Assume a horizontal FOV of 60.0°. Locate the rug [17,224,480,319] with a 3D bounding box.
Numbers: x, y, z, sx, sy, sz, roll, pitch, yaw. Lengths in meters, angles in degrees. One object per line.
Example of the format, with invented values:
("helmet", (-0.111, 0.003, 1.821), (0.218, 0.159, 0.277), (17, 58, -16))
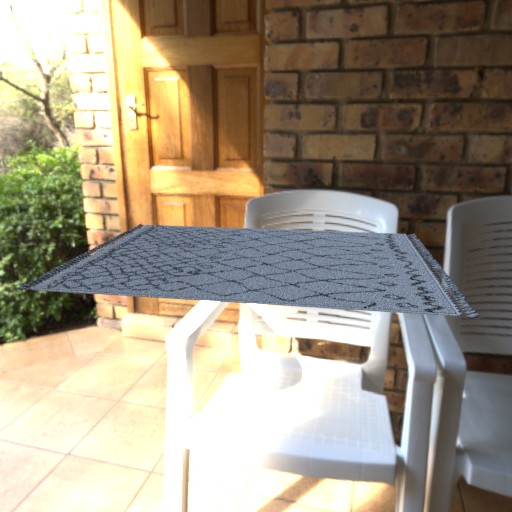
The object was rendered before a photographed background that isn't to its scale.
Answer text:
("rug", (0.000, 0.000, 2.945), (2.312, 0.017, 1.613), (3, 17, 9))
